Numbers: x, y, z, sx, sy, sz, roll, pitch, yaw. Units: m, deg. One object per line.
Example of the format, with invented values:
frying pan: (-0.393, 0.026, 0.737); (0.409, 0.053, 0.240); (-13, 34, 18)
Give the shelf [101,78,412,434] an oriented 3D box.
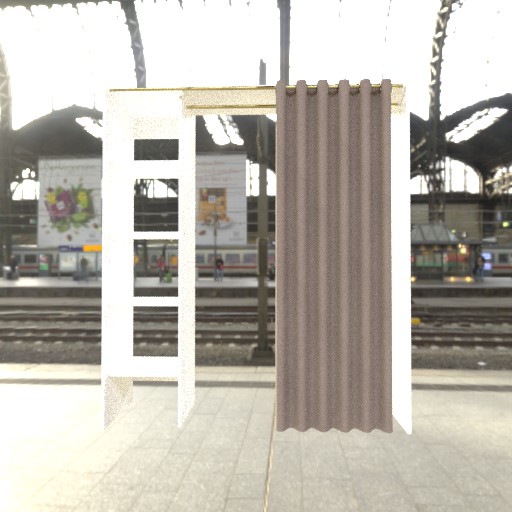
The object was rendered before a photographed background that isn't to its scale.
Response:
shelf: (0.000, 0.000, 2.522); (1.600, 1.820, 0.500); (0, -1, 2)
